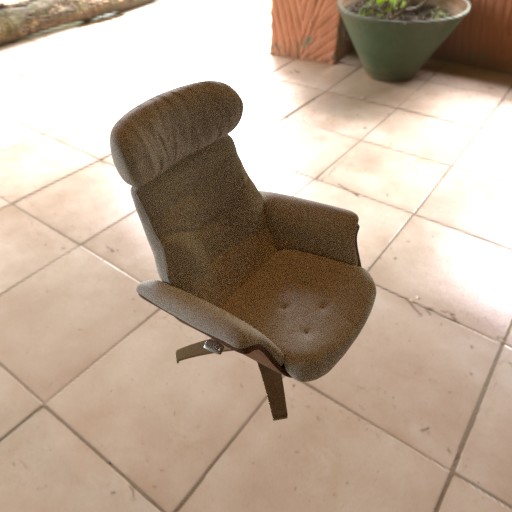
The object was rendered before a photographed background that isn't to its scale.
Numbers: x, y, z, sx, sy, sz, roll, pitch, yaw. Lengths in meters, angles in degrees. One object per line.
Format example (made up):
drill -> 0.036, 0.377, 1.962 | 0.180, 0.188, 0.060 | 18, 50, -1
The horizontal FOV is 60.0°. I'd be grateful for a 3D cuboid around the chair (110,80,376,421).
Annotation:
chair -> 0.000, 0.000, 1.577 | 0.837, 0.995, 0.785 | 25, 47, 26
